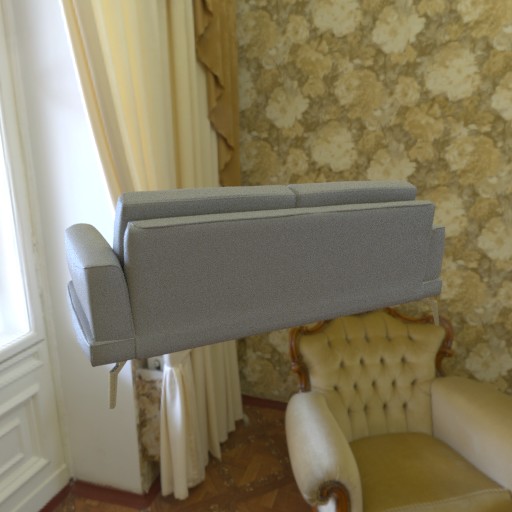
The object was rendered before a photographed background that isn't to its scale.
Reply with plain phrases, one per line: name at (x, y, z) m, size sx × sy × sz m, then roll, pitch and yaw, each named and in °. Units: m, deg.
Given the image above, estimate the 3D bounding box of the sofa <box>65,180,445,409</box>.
sofa at (0.000, 0.000, 2.747) m, size 2.177 × 0.930 × 1.121 m, roll -7°, pitch 15°, yaw -26°
